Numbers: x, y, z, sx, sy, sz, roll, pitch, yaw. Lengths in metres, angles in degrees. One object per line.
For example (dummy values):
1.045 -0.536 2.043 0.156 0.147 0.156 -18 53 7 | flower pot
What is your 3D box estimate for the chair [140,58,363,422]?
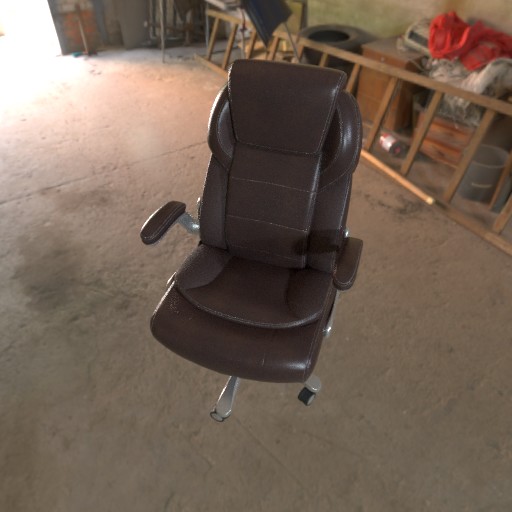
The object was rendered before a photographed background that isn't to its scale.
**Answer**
0.000 0.000 1.618 0.733 1.160 0.774 13 44 14 | chair
